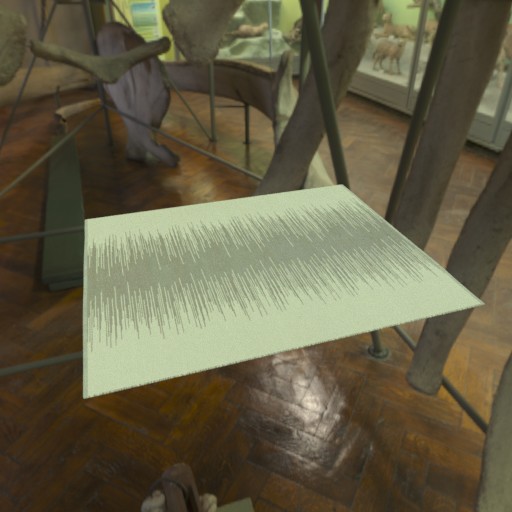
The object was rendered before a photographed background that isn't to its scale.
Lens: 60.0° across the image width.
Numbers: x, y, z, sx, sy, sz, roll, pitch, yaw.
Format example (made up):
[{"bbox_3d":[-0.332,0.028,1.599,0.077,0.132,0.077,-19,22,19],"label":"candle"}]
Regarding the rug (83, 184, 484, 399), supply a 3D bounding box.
[{"bbox_3d":[0.000,0.000,4.098,3.037,0.010,2.453,-10,34,-15],"label":"rug"}]
